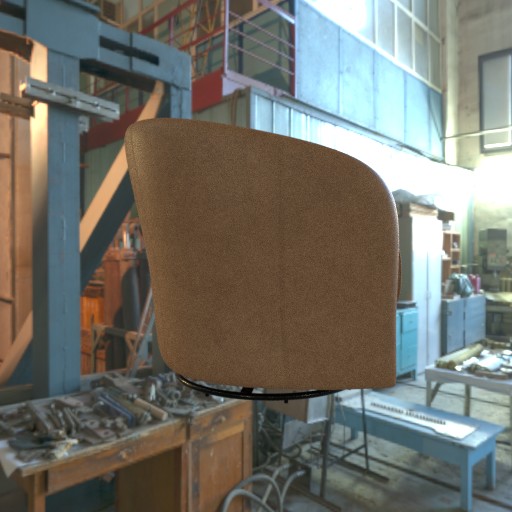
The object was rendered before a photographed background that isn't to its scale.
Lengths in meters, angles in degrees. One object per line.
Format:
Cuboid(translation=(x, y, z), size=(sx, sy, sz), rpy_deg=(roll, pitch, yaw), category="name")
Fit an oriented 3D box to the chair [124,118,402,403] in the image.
Cuboid(translation=(0.000, 0.000, 1.452), size=(0.815, 0.771, 0.791), rpy_deg=(0, 0, -1), category="chair")
